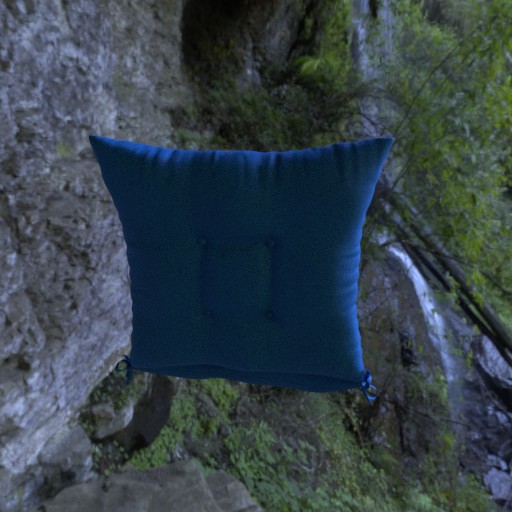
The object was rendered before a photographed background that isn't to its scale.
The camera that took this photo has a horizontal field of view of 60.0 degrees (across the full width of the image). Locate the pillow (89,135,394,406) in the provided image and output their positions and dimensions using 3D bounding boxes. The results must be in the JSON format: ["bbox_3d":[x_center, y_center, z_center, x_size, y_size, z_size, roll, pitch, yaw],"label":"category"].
[{"bbox_3d":[0.000,0.000,1.021,0.541,0.536,0.585,2,15,8],"label":"pillow"}]
